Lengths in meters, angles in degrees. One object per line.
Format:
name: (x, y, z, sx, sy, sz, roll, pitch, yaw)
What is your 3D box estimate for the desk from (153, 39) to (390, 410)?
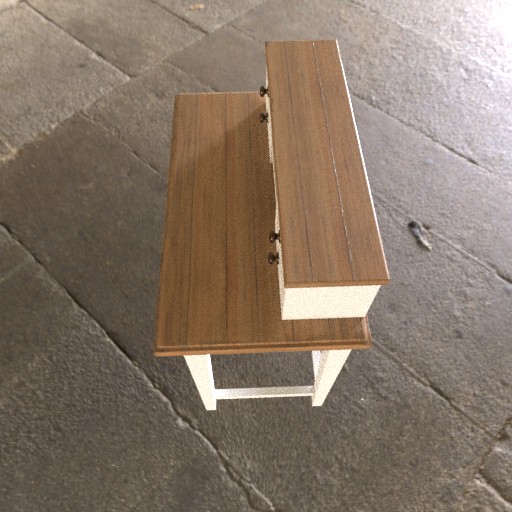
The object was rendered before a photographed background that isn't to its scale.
desk: (0.000, 0.000, 1.391, 0.462, 0.981, 0.814, -2, 59, -1)
